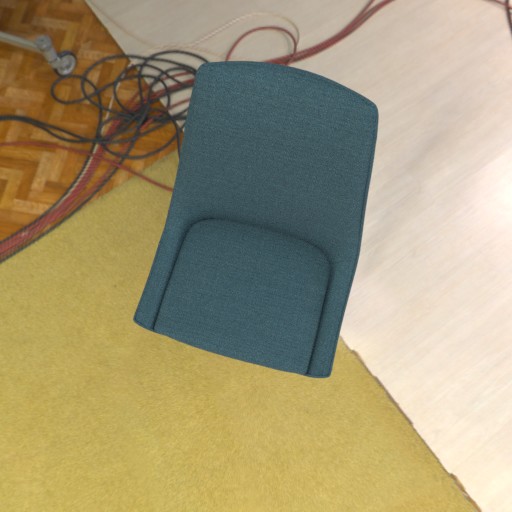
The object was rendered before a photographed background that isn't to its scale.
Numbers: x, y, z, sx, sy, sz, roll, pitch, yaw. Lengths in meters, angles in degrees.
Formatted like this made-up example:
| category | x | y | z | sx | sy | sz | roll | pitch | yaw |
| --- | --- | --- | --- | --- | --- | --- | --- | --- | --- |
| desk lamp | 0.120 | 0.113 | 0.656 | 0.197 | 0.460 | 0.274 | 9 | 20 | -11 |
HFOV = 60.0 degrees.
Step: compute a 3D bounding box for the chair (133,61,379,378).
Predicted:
| category | x | y | z | sx | sy | sz | roll | pitch | yaw |
| --- | --- | --- | --- | --- | --- | --- | --- | --- | --- |
| chair | 0.000 | 0.000 | 1.185 | 0.529 | 0.861 | 0.544 | 15 | 75 | 4 |
